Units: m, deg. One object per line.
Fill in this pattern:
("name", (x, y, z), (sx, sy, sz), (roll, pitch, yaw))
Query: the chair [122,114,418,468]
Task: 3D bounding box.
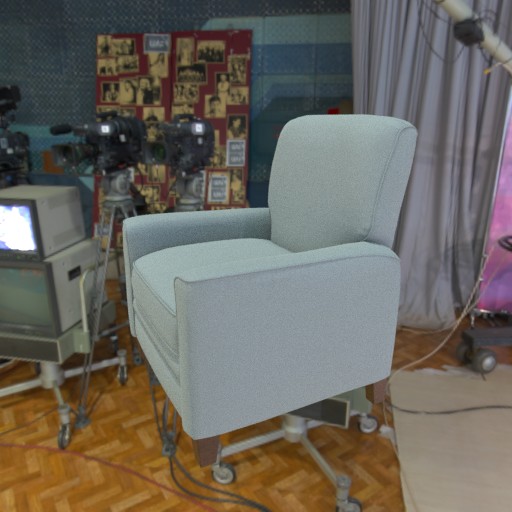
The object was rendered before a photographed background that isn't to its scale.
("chair", (0.000, 0.000, 1.655), (0.846, 1.007, 0.853), (-9, 19, -26))
